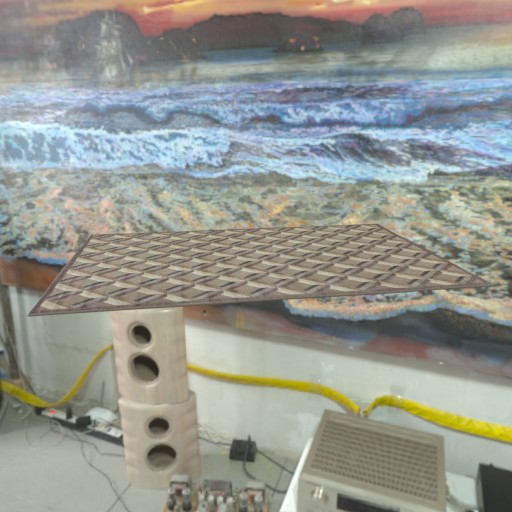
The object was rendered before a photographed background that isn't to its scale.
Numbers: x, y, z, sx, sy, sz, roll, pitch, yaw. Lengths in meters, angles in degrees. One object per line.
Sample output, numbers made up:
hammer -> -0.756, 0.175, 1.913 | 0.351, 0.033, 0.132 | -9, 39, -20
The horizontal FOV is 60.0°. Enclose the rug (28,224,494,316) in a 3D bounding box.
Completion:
rug -> 0.000, 0.000, 2.062 | 1.677, 0.011, 1.066 | -3, 17, -9
